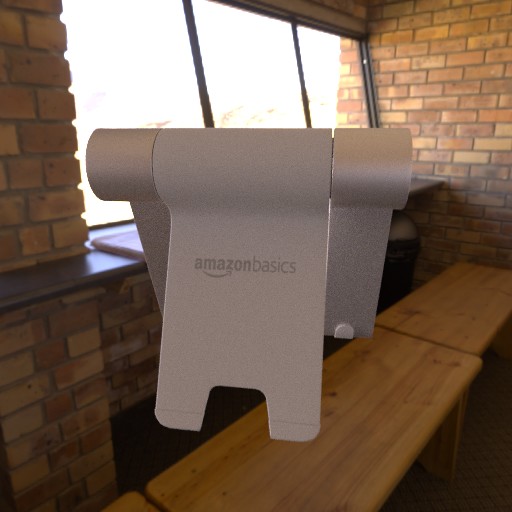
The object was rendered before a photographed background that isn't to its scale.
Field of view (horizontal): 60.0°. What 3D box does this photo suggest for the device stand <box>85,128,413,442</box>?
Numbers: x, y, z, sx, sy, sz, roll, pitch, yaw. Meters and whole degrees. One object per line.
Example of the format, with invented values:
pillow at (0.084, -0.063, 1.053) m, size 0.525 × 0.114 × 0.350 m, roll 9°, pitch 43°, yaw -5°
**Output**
device stand at (0.000, 0.000, 0.150) m, size 0.086 × 0.084 × 0.079 m, roll 3°, pitch 16°, yaw 9°
